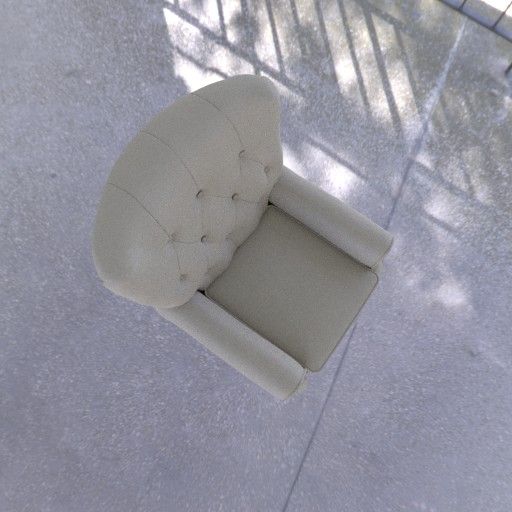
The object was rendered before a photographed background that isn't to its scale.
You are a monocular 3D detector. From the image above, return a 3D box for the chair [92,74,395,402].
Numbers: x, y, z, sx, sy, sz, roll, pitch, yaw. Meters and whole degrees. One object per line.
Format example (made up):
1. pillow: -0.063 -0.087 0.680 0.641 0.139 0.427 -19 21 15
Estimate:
1. chair: 0.000 0.000 1.979 1.059 1.158 0.943 35 79 8
